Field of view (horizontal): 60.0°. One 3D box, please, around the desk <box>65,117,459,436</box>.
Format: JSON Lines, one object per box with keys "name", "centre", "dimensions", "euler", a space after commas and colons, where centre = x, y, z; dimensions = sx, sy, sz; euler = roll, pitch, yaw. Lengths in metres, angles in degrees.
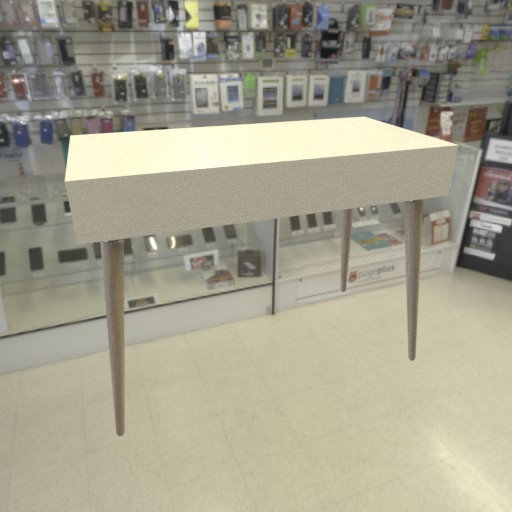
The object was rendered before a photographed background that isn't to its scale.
{"name": "desk", "centre": [0.000, 0.000, 1.396], "dimensions": [0.979, 0.723, 0.491], "euler": [-9, 28, -17]}
